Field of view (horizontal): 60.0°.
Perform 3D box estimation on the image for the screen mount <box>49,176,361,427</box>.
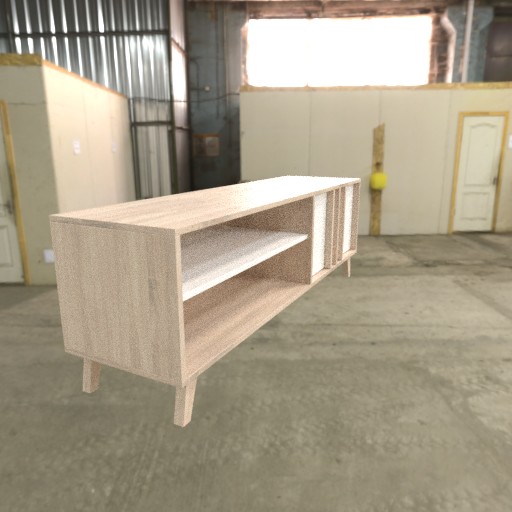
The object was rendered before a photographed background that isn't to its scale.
[{"bbox_3d":[0.000,0.000,1.744,0.400,0.510,1.500,8,16,27],"label":"screen mount"}]
